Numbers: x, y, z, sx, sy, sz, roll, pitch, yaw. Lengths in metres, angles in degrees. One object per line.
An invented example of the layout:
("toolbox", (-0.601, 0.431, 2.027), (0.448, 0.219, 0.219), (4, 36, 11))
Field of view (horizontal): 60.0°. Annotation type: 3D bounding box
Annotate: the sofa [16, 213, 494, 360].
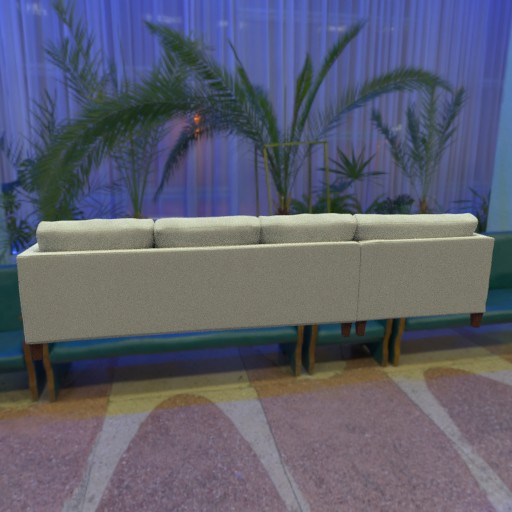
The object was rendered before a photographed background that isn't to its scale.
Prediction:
("sofa", (0.000, 0.000, 3.705), (3.186, 0.861, 1.625), (-2, 14, -10))
